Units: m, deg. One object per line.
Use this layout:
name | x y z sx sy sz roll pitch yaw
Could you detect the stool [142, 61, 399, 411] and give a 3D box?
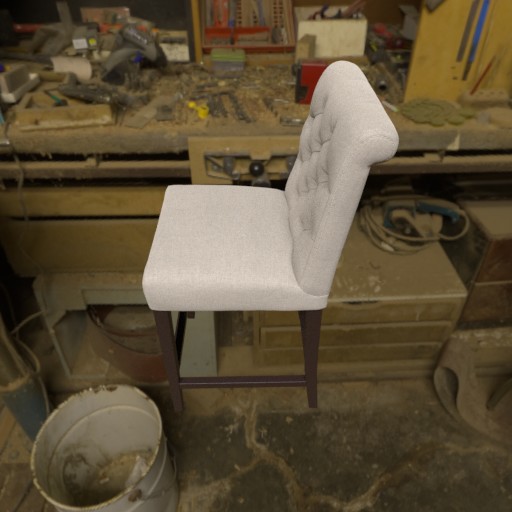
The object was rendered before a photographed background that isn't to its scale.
stool | 0.000 0.000 1.386 0.601 1.040 0.493 0 40 0
